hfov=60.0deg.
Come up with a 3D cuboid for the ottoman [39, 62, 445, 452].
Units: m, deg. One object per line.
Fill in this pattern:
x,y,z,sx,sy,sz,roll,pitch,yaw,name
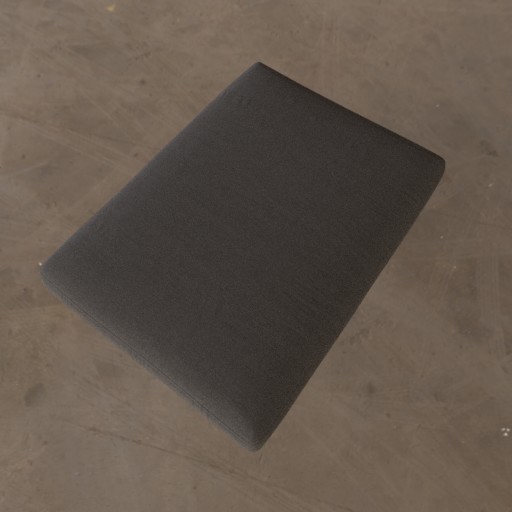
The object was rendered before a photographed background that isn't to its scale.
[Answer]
0.000,0.000,1.129,0.569,0.500,0.771,33,68,16,ottoman
